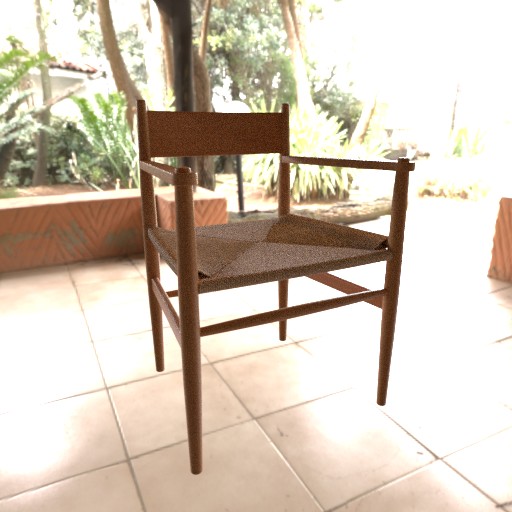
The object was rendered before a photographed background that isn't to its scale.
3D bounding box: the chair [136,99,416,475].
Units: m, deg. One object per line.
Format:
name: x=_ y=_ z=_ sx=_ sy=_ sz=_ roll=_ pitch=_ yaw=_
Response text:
chair: x=0.000 y=0.000 z=1.129 sx=0.556 sy=0.762 sz=0.495 roll=-8 pitch=18 yaw=-26
